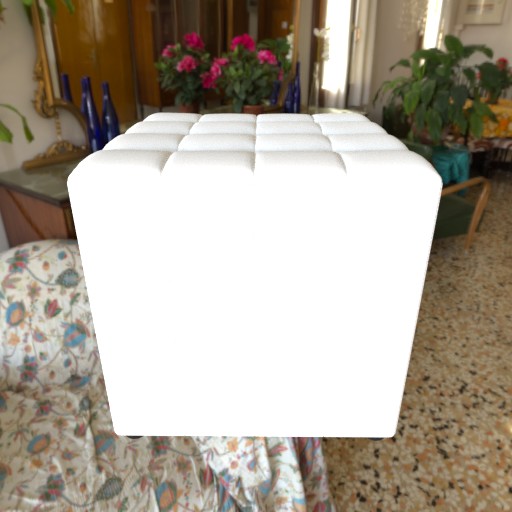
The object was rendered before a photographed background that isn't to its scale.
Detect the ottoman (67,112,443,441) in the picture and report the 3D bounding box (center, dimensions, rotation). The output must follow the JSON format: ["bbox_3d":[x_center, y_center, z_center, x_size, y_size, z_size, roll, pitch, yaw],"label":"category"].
[{"bbox_3d":[0.000,0.000,0.769,0.425,0.432,0.425,0,26,0],"label":"ottoman"}]
